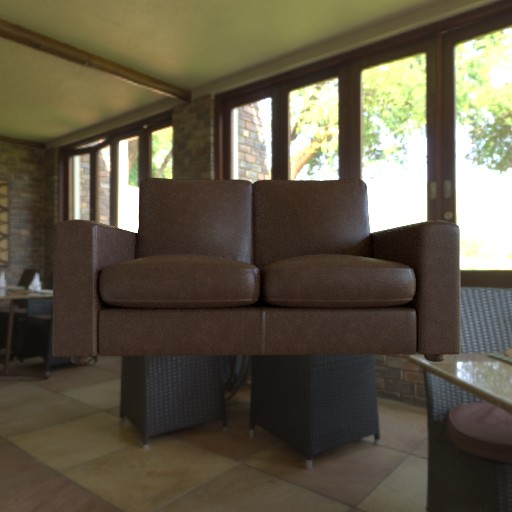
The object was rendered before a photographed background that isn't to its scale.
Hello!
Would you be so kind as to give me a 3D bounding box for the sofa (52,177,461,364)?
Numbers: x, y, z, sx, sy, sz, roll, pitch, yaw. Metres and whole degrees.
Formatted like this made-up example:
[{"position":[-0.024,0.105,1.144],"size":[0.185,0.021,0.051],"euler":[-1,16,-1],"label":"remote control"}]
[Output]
[{"position":[0.000,0.000,2.205],"size":[1.616,0.873,1.016],"euler":[0,-1,-2],"label":"sofa"}]
